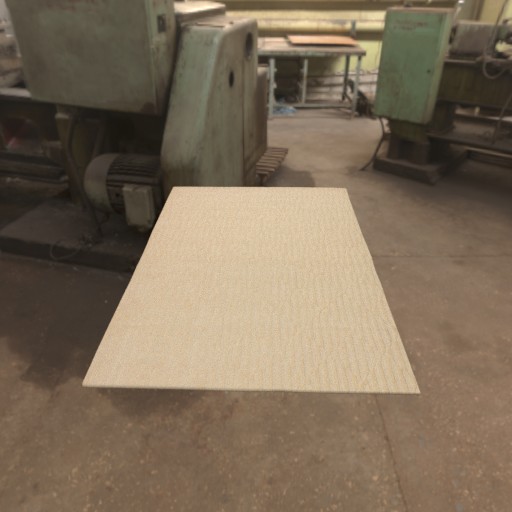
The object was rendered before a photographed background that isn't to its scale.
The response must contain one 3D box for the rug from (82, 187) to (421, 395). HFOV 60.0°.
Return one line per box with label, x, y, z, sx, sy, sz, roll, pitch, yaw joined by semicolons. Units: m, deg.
rug;0.000;0.000;2.386;1.238;0.014;1.848;1;32;1
